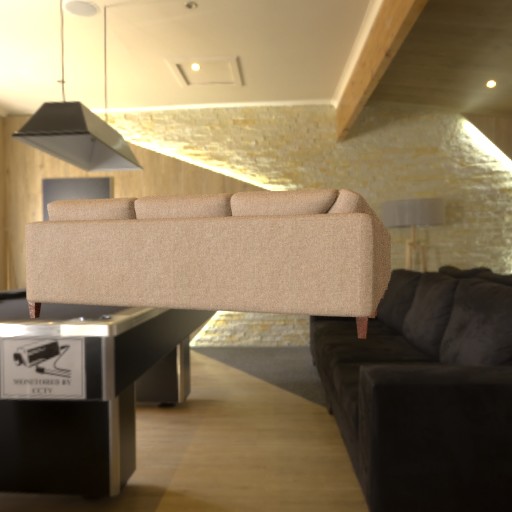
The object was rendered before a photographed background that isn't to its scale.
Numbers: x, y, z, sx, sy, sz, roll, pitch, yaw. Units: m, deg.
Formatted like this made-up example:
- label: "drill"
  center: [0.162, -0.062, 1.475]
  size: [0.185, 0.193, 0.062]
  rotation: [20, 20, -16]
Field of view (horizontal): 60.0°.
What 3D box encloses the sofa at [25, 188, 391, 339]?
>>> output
- label: "sofa"
  center: [0.000, 0.000, 4.484]
  size: [2.551, 0.889, 3.403]
  rotation: [0, 1, 19]
